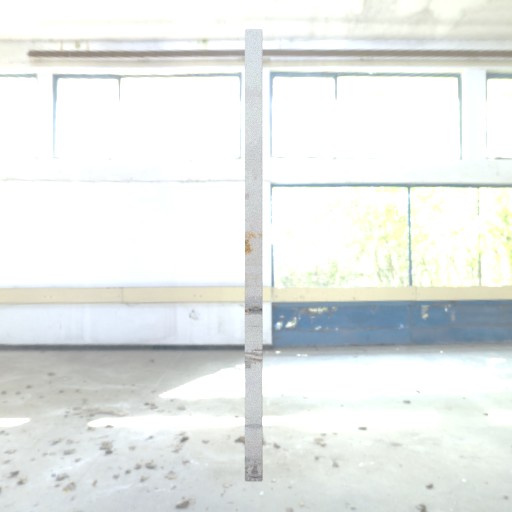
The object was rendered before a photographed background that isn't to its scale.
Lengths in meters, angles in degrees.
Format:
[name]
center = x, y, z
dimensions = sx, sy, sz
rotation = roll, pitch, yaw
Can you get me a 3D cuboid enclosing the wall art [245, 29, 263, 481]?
[wall art]
center = 0.000, 0.000, 1.502
dimensions = 0.040, 1.018, 1.015
rotation = 0, -1, 1
